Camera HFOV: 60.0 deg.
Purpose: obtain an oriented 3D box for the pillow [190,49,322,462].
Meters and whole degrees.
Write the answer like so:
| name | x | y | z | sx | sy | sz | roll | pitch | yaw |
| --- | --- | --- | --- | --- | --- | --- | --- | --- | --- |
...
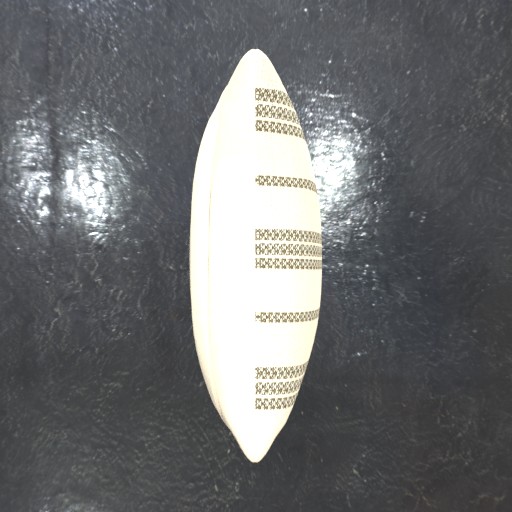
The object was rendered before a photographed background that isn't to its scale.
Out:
| name | x | y | z | sx | sy | sz | roll | pitch | yaw |
| --- | --- | --- | --- | --- | --- | --- | --- | --- | --- |
| pillow | 0.000 | 0.000 | 0.627 | 0.173 | 0.406 | 0.405 | 0 | 90 | 0 |
